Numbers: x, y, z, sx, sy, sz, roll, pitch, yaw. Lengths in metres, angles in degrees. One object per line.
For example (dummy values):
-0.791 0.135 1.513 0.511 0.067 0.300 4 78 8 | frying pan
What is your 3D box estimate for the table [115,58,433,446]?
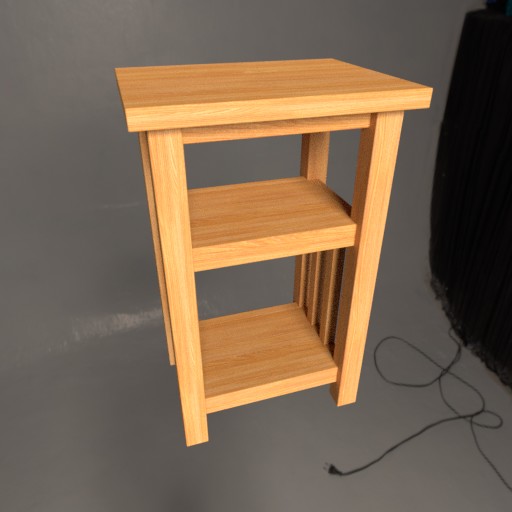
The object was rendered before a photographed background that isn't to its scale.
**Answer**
0.000 0.000 0.725 0.350 0.550 0.270 -9 32 -15 | table
